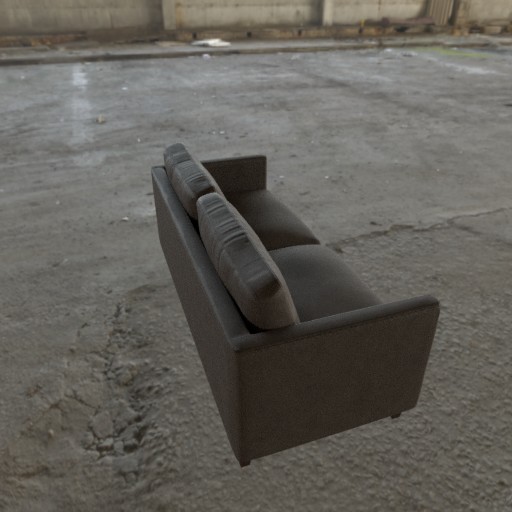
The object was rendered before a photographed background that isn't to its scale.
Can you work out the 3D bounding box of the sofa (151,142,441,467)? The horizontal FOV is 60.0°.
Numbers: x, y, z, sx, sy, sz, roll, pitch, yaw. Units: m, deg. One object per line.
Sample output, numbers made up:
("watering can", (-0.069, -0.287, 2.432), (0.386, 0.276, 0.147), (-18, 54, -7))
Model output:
("sofa", (0.000, 0.000, 2.741), (0.951, 0.965, 2.208), (-10, 32, -17))
